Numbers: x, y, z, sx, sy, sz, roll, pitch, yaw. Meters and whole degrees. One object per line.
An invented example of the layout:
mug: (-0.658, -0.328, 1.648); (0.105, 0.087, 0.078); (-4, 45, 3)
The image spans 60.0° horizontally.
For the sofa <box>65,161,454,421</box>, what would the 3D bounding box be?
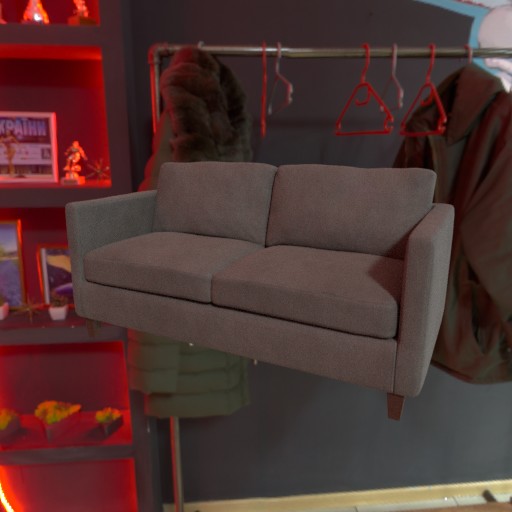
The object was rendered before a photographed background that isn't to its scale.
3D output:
sofa: (0.000, 0.000, 2.402); (1.884, 0.963, 0.950); (7, 16, 26)
